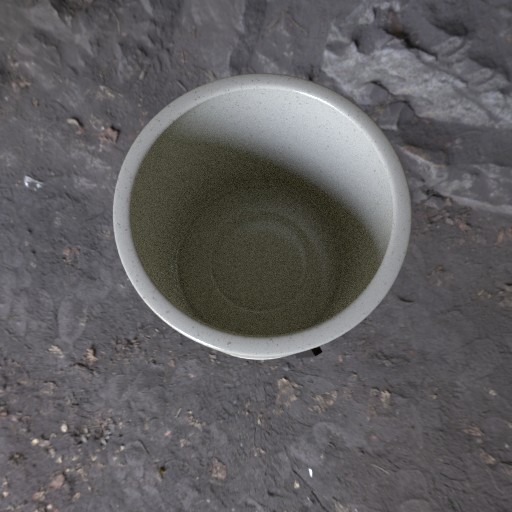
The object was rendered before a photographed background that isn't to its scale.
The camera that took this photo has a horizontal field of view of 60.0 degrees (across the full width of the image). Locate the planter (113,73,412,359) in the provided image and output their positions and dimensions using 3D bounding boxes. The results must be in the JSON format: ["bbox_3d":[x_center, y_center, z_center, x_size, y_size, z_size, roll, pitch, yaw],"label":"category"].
[{"bbox_3d":[0.000,0.000,0.336,0.159,0.230,0.152,3,76,1],"label":"planter"}]
